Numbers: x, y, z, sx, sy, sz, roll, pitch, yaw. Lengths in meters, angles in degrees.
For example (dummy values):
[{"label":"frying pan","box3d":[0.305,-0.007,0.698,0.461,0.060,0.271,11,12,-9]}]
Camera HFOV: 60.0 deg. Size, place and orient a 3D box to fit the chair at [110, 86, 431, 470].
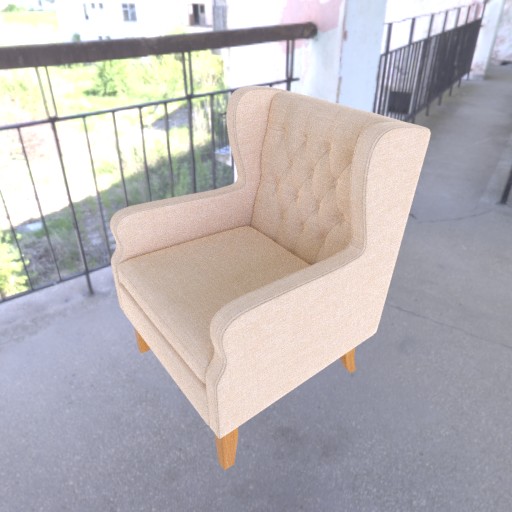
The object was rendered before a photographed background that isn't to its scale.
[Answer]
[{"label":"chair","box3d":[0.000,0.000,1.467,0.760,0.930,0.710,-21,37,-30]}]
